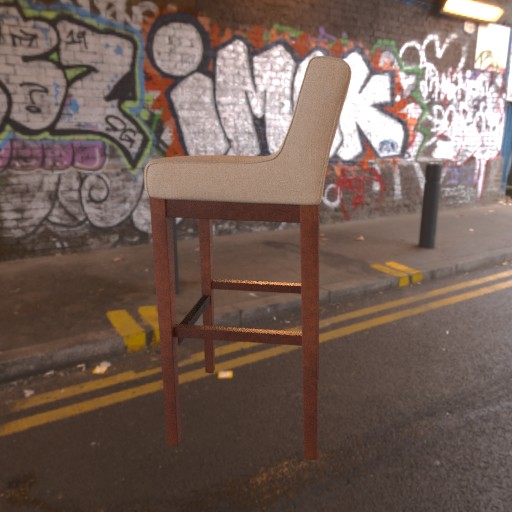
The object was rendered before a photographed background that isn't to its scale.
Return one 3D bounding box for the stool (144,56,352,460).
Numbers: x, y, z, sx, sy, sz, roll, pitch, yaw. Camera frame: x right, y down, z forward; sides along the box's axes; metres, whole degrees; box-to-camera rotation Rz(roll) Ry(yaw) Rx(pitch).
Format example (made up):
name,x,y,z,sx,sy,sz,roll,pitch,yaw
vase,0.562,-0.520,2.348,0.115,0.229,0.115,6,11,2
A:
name,x,y,z,sx,sy,sz,roll,pitch,yaw
stool,0.000,0.000,1.345,0.500,1.037,0.511,2,14,8
